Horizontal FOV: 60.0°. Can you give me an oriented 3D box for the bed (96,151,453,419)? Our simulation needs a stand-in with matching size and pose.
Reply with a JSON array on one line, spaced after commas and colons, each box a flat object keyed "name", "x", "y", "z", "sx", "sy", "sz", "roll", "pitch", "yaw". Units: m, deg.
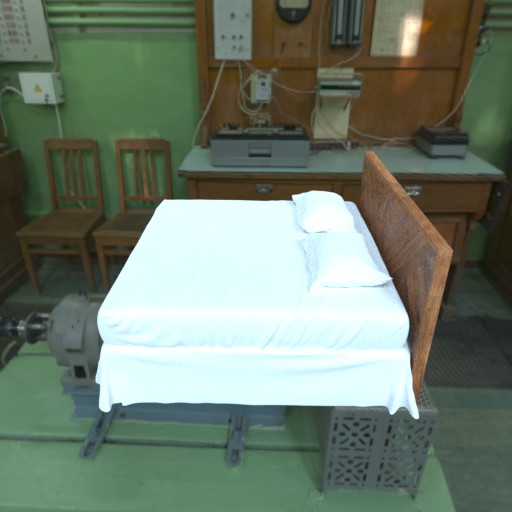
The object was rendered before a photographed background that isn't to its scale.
[{"name": "bed", "x": 0.000, "y": 0.000, "z": 3.517, "sx": 2.165, "sy": 1.158, "sz": 2.255, "roll": 1, "pitch": 28, "yaw": 1}]
